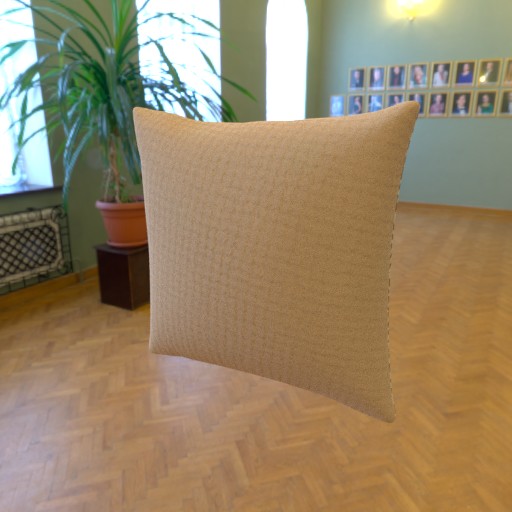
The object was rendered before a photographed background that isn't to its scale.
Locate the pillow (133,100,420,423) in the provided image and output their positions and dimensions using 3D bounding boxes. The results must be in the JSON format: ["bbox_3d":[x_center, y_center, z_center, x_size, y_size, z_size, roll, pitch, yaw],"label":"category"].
[{"bbox_3d":[0.000,0.000,0.627,0.419,0.407,0.173,9,18,27],"label":"pillow"}]
